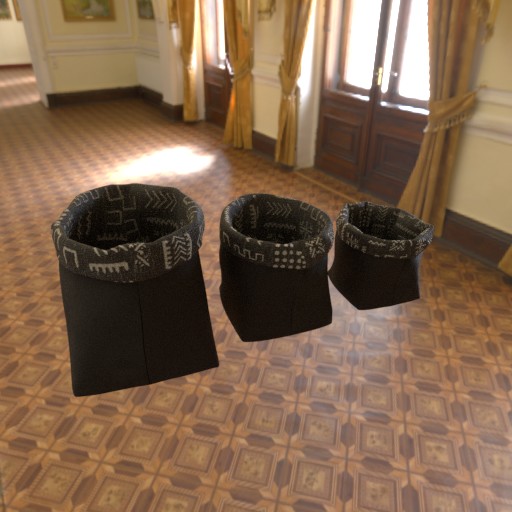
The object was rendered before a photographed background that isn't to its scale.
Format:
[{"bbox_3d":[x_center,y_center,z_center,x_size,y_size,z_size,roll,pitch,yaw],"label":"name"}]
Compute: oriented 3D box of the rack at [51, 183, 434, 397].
[{"bbox_3d":[0.000,0.000,1.082,0.905,0.323,0.379,-10,31,-16],"label":"rack"}]
